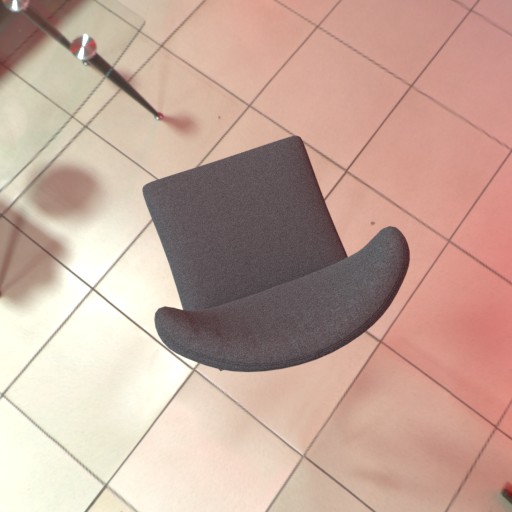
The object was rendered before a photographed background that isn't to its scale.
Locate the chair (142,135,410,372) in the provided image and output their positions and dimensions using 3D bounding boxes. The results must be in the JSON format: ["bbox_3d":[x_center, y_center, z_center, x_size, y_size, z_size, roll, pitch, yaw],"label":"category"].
[{"bbox_3d":[0.000,0.000,1.199,0.491,0.839,0.592,-19,77,-5],"label":"chair"}]
